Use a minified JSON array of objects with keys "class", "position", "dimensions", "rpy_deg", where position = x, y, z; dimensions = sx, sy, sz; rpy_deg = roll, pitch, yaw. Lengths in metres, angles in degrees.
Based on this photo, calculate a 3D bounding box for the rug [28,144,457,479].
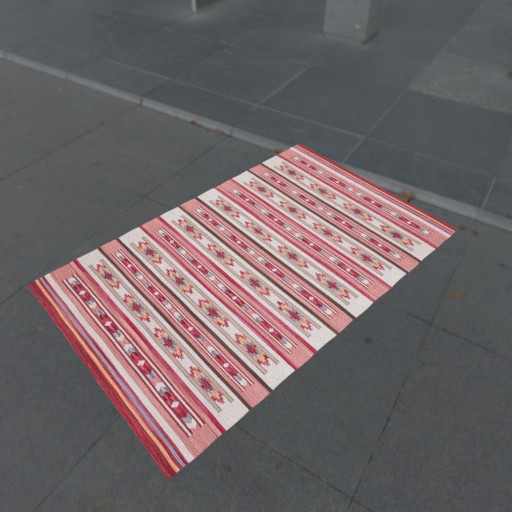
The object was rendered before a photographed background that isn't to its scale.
[{"class":"rug","position":[0.000,0.000,2.921],"dimensions":[2.431,0.010,1.535],"rpy_deg":[-33,54,-28]}]
